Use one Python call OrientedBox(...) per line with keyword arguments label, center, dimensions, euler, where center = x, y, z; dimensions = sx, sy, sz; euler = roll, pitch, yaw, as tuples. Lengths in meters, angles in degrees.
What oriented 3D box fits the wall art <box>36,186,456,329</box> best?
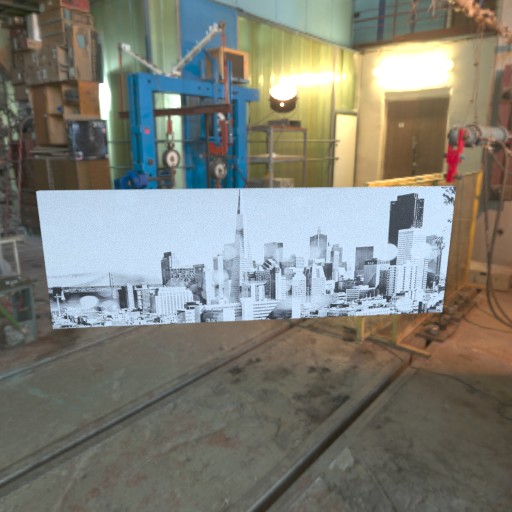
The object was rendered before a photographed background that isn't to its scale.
OrientedBox(label="wall art", center=(0.000, 0.000, 1.678), dimensions=(1.520, 0.507, 0.039), euler=(-2, 15, -6))
